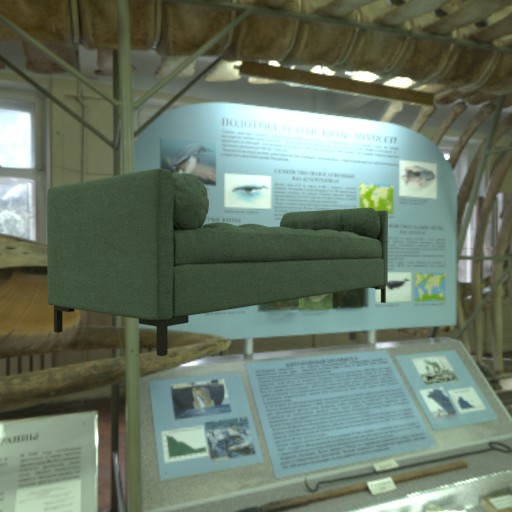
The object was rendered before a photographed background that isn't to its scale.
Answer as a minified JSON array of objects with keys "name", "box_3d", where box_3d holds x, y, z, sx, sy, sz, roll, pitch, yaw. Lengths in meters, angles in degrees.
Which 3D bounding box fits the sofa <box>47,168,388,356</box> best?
[{"name":"sofa","box_3d":[0.000,0.000,2.593,0.817,0.681,2.130,1,1,38]}]
